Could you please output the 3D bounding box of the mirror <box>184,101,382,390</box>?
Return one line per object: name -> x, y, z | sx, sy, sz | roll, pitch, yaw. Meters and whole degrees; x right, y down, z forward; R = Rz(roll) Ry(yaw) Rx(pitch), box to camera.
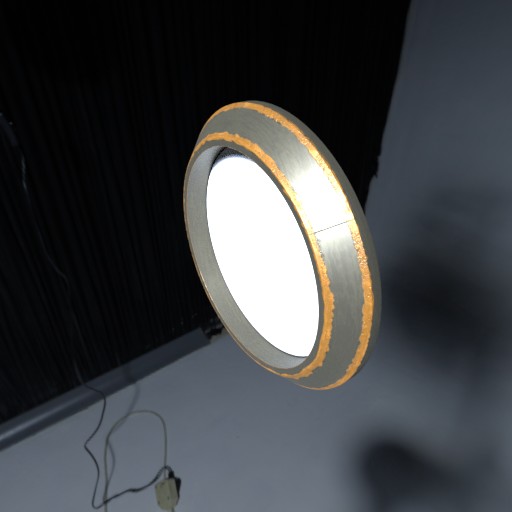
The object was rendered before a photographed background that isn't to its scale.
mirror -> 0.000, 0.000, 1.380 | 0.111, 0.907, 0.907 | -21, 39, -29
